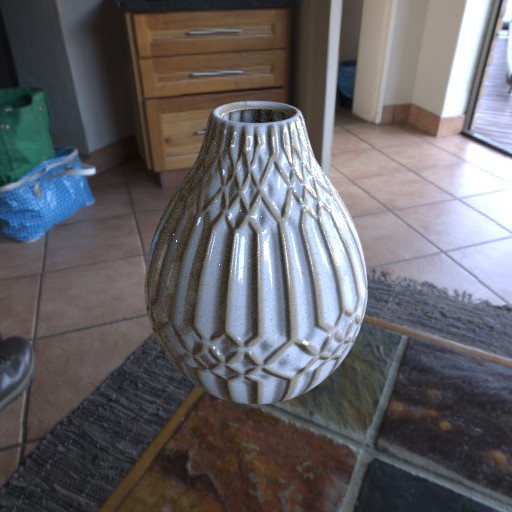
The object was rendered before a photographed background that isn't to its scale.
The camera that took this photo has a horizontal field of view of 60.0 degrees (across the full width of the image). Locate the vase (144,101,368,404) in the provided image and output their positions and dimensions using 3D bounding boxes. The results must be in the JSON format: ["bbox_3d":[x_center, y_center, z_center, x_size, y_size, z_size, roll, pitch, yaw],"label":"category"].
[{"bbox_3d":[0.000,0.000,0.312,0.159,0.200,0.159,0,33,0],"label":"vase"}]
